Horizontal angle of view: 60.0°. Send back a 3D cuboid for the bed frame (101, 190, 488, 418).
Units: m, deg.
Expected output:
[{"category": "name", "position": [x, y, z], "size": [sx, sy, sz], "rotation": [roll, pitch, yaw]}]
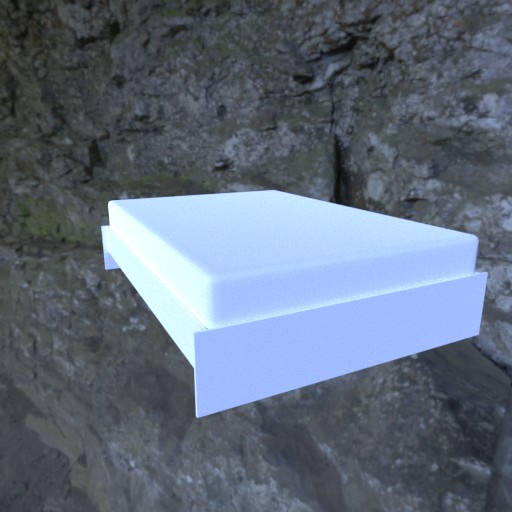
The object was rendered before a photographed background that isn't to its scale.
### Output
[{"category": "bed frame", "position": [0.000, 0.000, 2.612], "size": [1.445, 0.497, 1.945], "rotation": [-8, 17, -26]}]
